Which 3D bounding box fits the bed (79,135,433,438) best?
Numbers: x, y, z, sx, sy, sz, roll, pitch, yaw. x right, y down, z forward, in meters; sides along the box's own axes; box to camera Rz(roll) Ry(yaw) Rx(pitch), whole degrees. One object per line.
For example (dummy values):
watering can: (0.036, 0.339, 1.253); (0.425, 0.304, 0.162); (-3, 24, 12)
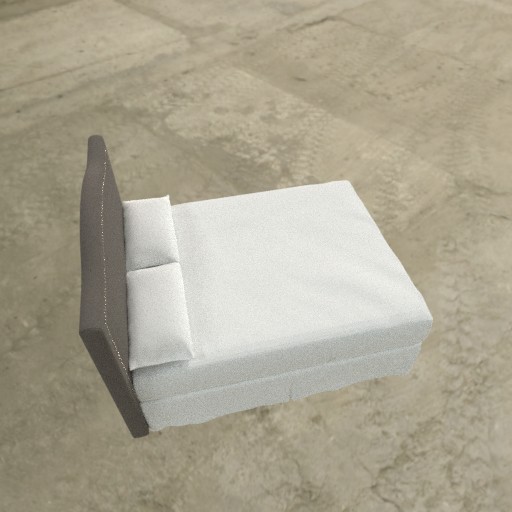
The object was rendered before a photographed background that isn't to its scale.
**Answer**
bed: (0.000, 0.000, 3.114); (2.036, 1.387, 1.666); (-10, 48, -9)
